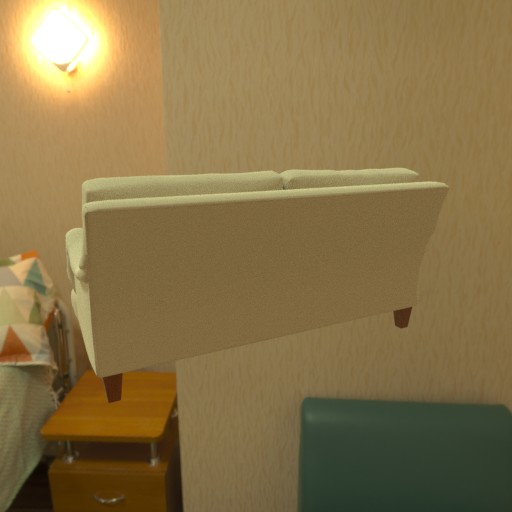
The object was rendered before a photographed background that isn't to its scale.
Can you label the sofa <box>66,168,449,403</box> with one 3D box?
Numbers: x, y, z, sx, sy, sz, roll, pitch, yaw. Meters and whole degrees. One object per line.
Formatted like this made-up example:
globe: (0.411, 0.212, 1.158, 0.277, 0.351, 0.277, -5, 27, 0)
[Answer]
sofa: (0.000, 0.000, 2.783, 2.159, 1.087, 1.086, -7, 16, -27)
